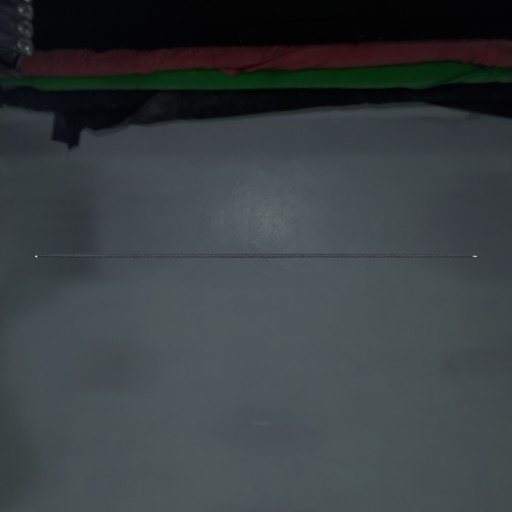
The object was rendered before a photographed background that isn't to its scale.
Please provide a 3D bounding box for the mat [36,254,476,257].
[{"bbox_3d":[0.000,0.000,1.876,1.524,0.013,0.918,0,0,0],"label":"mat"}]
